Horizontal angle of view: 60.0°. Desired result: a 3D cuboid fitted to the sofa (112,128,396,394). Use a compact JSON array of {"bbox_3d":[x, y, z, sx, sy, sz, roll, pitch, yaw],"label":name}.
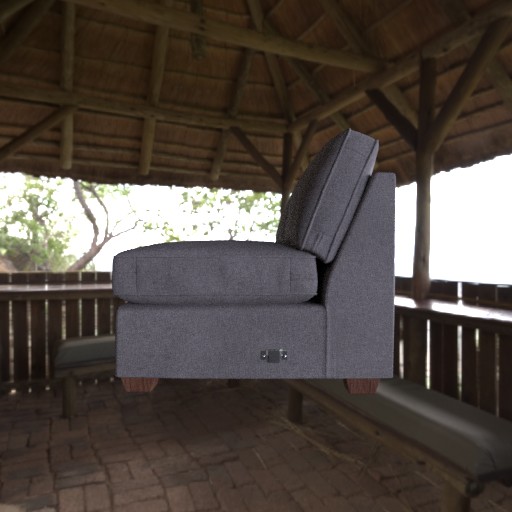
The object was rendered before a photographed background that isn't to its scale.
[{"bbox_3d":[0.000,0.000,2.519,1.027,0.973,1.962,0,0,1],"label":"sofa"}]
